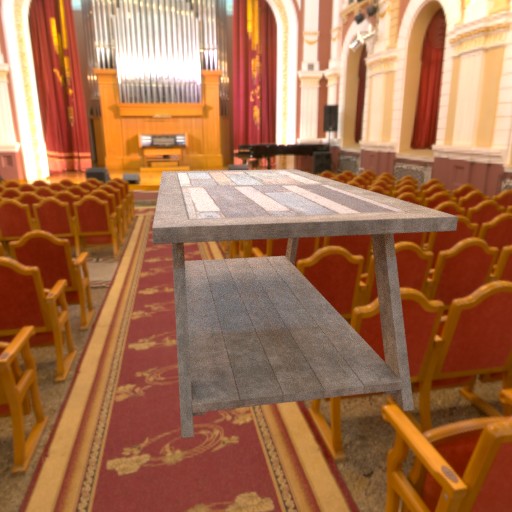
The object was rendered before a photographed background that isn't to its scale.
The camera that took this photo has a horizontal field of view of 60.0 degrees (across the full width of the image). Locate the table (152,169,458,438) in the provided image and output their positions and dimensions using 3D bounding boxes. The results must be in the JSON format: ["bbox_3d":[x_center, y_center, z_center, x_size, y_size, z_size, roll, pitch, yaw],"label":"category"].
[{"bbox_3d":[0.000,0.000,1.490,0.610,0.470,1.219,-3,16,-10],"label":"table"}]
